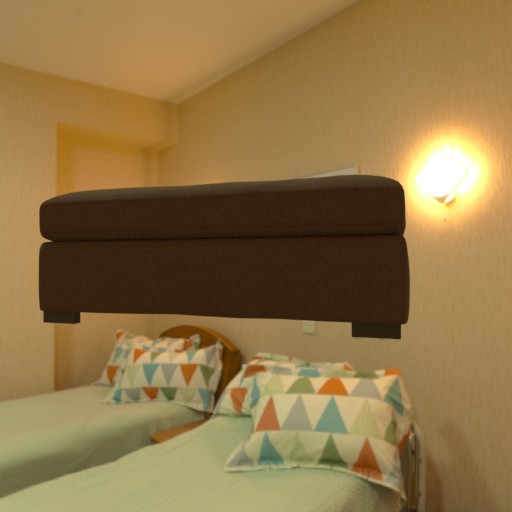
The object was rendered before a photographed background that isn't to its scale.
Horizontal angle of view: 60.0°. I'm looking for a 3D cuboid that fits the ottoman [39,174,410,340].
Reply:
[{"bbox_3d":[0.000,0.000,1.842,1.181,0.470,1.181,0,-1,17],"label":"ottoman"}]
